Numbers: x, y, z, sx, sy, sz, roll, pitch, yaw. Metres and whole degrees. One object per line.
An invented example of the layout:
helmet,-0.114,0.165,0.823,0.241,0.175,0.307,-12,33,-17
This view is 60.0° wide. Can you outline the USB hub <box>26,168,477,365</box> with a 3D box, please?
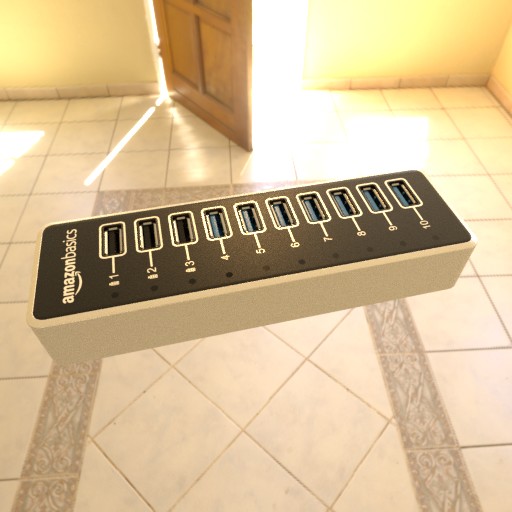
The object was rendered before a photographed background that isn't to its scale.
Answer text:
USB hub,0.000,0.000,0.158,0.145,0.023,0.044,-10,49,-9
